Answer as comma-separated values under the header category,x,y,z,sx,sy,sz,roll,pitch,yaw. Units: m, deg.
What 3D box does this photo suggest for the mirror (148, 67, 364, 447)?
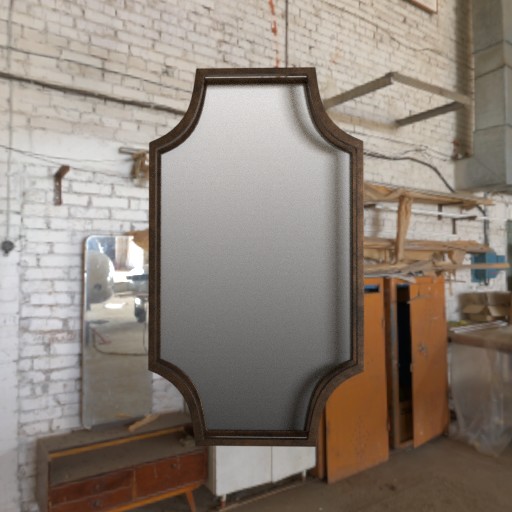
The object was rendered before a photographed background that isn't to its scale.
category,x,y,z,sx,sy,sz,roll,pitch,yaw
mirror,0.000,0.000,0.983,0.462,0.811,0.066,0,-1,1
